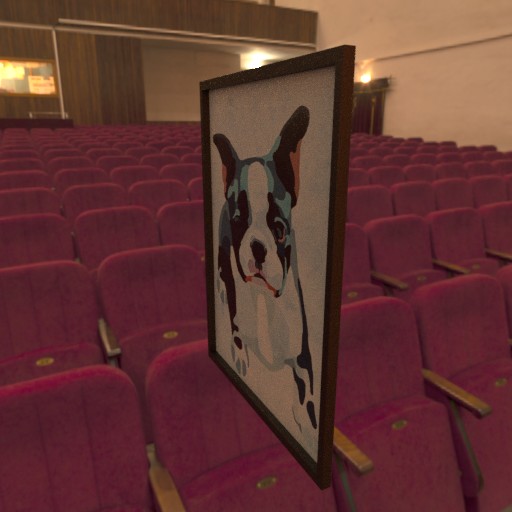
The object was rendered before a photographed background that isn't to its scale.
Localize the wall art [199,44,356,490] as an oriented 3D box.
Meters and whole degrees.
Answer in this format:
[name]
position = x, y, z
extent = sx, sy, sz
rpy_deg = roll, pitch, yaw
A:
[wall art]
position = 0.000, 0.000, 1.310
extent = 0.030, 1.027, 0.774
rpy_deg = -8, 18, -26
